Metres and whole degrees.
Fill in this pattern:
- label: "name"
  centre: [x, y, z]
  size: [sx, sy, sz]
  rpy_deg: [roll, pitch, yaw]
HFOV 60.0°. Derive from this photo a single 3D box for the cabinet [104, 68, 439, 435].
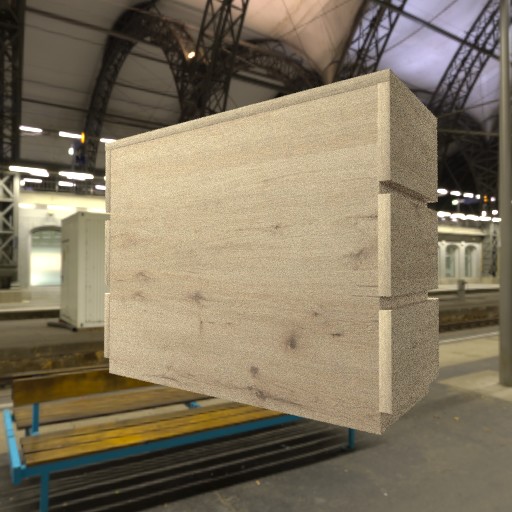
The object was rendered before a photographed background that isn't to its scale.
- label: "cabinet"
  centre: [0.000, 0.000, 1.457]
  size: [1.040, 0.820, 0.420]
  rpy_deg: [-1, -2, 36]
